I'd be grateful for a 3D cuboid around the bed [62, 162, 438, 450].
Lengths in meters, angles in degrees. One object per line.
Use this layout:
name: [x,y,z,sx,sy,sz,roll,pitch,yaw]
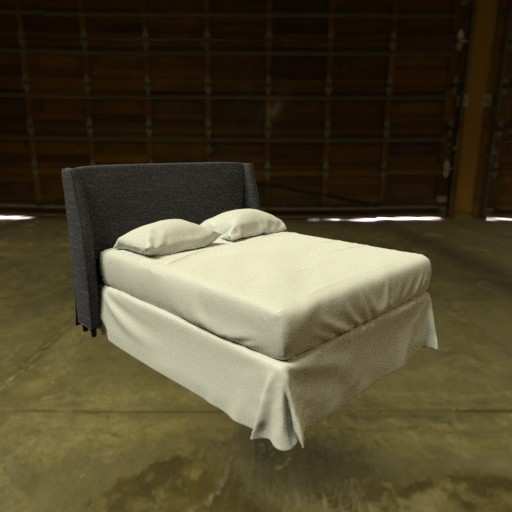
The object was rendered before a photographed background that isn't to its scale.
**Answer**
bed: [0.000,0.000,3.354,1.925,1.332,2.276,-13,19,-43]
